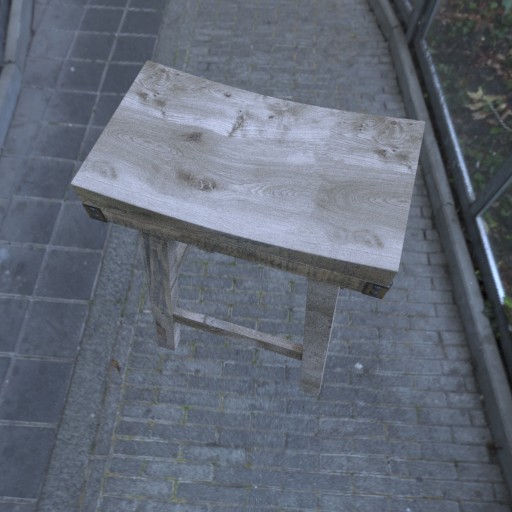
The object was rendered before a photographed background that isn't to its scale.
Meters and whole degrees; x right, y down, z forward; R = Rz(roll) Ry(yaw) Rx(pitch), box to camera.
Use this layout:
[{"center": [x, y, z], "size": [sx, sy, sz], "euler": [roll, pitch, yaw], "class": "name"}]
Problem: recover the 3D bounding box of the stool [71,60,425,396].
[{"center": [0.000, 0.000, 0.899], "size": [0.450, 0.635, 0.330], "euler": [15, 64, 8], "class": "stool"}]
